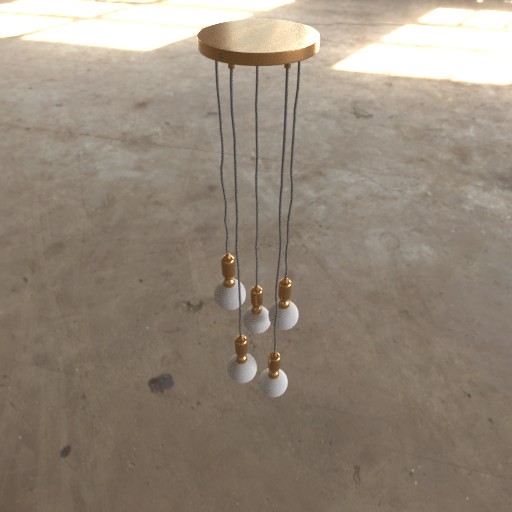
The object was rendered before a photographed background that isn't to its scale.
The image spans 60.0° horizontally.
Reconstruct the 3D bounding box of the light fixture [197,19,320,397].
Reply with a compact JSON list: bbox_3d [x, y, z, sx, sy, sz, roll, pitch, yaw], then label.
[{"bbox_3d":[0.000,0.000,0.496,0.108,0.457,0.105,24,47,25],"label":"light fixture"}]
